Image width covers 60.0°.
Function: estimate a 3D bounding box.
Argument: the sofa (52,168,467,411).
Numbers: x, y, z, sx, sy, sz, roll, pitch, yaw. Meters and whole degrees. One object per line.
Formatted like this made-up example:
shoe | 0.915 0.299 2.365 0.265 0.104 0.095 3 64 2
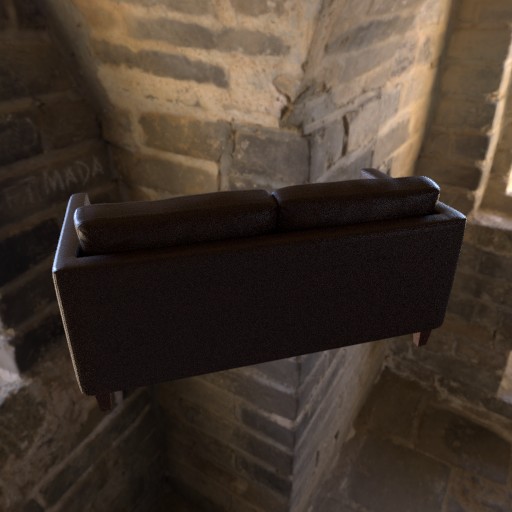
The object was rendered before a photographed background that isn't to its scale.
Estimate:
sofa | 0.000 0.000 2.410 1.883 0.933 0.951 -8 28 -14
